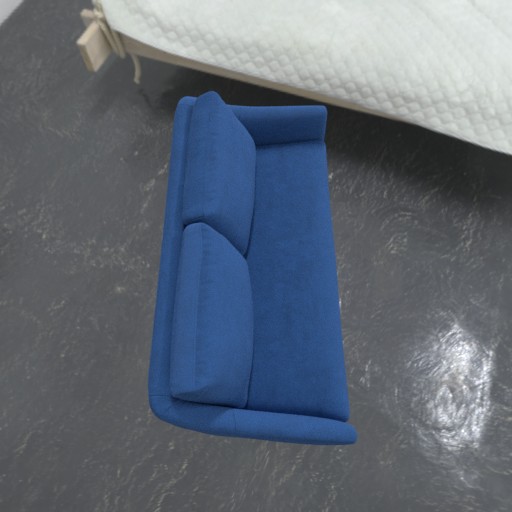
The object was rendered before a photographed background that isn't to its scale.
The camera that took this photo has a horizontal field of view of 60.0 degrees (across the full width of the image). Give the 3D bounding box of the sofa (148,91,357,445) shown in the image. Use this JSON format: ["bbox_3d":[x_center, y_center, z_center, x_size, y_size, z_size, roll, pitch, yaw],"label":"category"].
[{"bbox_3d":[0.000,0.000,2.583,0.960,0.903,2.036,0,64,0],"label":"sofa"}]
